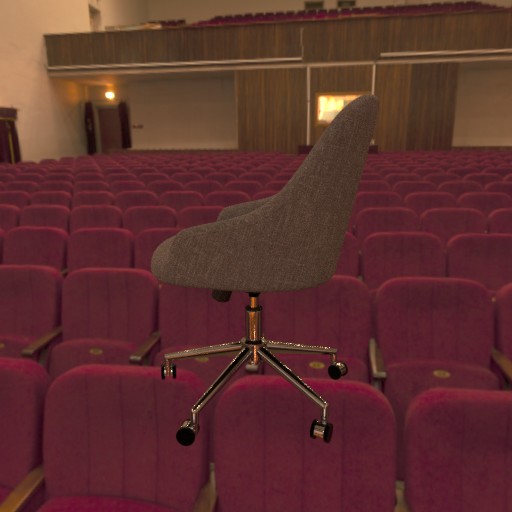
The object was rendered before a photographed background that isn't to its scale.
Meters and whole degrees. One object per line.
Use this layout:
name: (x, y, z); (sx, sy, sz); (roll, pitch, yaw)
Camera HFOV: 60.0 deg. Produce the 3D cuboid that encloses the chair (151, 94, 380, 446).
chair: (0.000, 0.000, 1.432); (0.712, 0.950, 0.671); (2, 13, 9)
